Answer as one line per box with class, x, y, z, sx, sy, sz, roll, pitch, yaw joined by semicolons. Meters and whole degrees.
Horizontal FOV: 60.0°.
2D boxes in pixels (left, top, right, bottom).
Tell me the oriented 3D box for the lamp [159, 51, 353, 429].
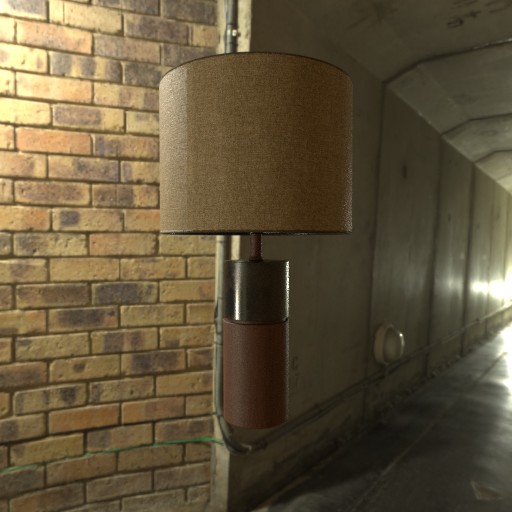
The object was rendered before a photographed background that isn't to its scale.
lamp;0.000;0.000;0.478;0.202;0.350;0.202;0;2;0
